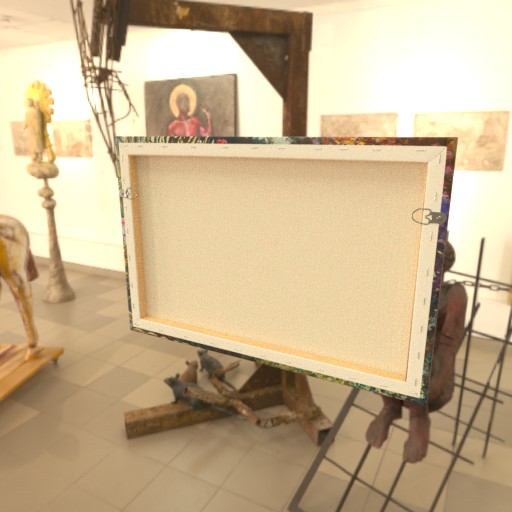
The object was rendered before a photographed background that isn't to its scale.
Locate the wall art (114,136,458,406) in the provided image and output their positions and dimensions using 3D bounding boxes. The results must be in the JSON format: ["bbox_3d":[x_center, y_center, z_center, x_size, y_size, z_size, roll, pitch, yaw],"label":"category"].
[{"bbox_3d":[0.000,0.000,1.461,1.136,0.760,0.042,8,17,26],"label":"wall art"}]
